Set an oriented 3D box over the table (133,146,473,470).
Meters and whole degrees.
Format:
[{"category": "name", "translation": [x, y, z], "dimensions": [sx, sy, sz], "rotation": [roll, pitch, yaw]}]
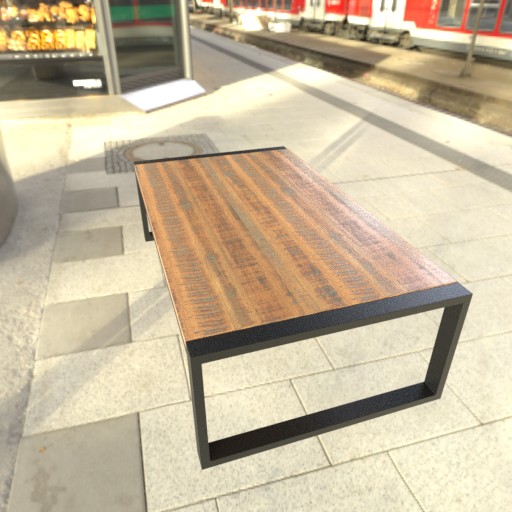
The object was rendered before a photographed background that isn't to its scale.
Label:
[{"category": "table", "translation": [0.000, 0.000, 1.711], "dimensions": [0.750, 0.400, 1.350], "rotation": [-10, 32, -16]}]
